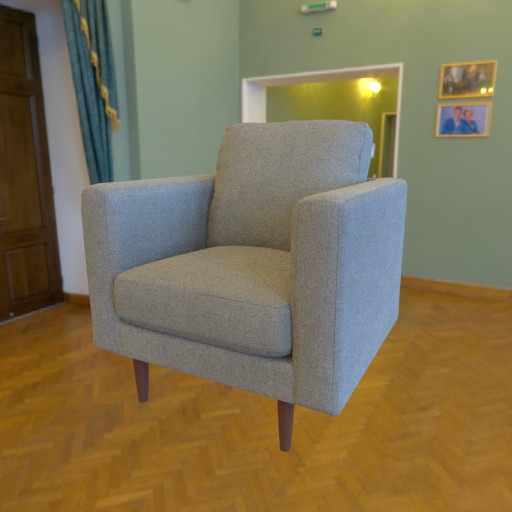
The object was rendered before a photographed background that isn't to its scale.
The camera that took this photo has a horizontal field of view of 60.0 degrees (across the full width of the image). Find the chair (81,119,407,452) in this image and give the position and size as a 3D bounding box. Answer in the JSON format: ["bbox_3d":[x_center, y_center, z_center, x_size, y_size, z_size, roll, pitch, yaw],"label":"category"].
[{"bbox_3d":[0.000,0.000,1.529,0.855,0.927,0.800,7,15,28],"label":"chair"}]
